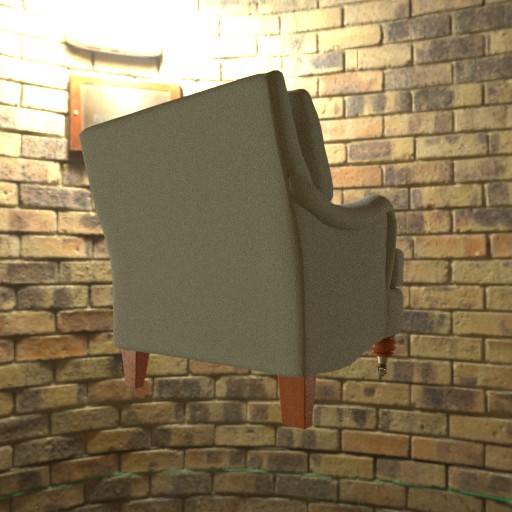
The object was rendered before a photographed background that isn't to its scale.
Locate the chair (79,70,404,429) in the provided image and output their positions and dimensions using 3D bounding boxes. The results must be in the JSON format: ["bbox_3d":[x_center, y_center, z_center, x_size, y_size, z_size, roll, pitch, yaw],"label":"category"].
[{"bbox_3d":[0.000,0.000,1.812,0.955,1.038,1.070,-1,-2,36],"label":"chair"}]
